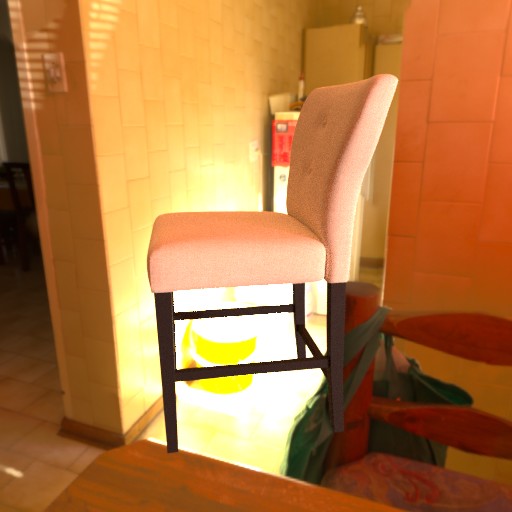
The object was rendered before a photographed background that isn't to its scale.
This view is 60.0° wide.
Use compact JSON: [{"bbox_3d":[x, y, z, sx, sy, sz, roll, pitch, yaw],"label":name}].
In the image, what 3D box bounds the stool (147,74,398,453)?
[{"bbox_3d":[0.000,0.000,1.306,0.603,0.972,0.514,-3,17,-10],"label":"stool"}]
